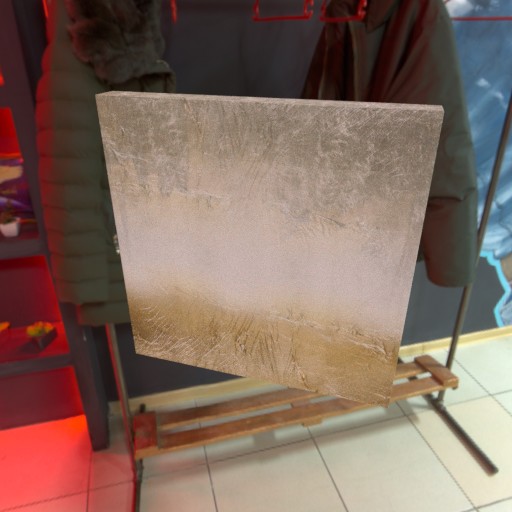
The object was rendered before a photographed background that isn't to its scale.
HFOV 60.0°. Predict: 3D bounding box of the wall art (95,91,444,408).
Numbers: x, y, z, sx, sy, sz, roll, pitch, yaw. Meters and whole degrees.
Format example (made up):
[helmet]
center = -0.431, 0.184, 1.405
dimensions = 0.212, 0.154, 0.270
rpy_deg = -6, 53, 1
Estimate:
[wall art]
center = 0.000, 0.000, 0.606
dimensions = 0.405, 0.407, 0.038
rpy_deg = 8, 28, 15
